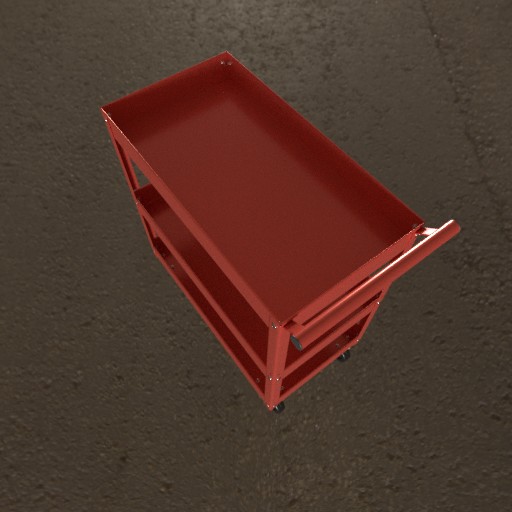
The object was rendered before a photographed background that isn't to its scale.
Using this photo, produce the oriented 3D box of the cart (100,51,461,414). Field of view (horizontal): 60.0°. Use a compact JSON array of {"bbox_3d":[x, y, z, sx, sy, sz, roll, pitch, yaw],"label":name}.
[{"bbox_3d":[0.000,0.000,1.198,0.366,0.780,0.719,-32,64,-18],"label":"cart"}]
